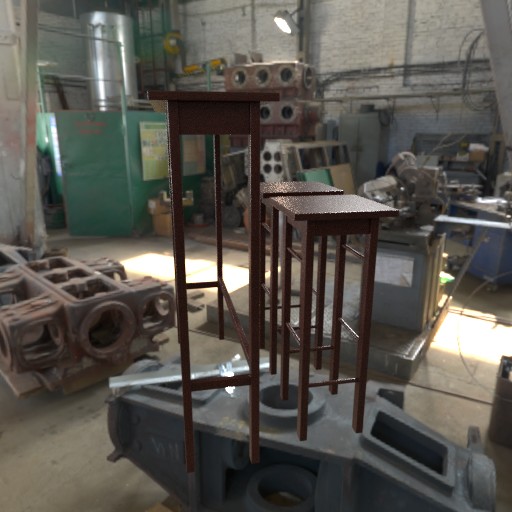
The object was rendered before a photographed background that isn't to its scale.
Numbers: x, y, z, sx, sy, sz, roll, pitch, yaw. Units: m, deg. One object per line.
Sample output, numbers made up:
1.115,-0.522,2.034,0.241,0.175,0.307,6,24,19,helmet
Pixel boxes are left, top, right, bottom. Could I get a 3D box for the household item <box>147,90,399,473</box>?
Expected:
0.000,0.000,1.631,0.676,1.067,0.914,-3,16,-11,household item
